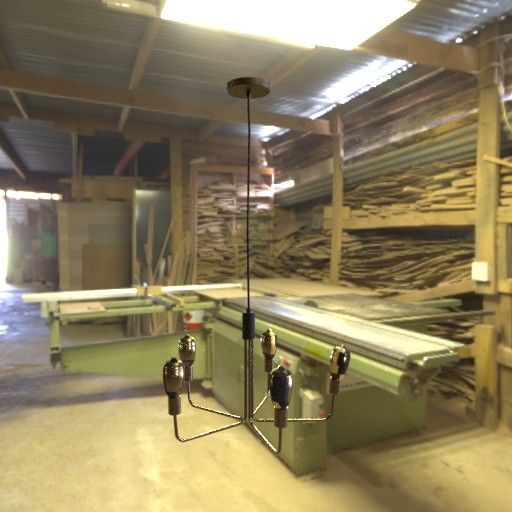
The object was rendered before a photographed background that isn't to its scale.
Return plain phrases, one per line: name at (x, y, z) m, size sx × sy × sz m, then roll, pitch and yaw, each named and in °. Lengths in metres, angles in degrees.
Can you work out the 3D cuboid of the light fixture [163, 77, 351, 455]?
light fixture at (0.000, 0.000, 1.370) m, size 0.588 × 1.059 × 0.532 m, roll -1°, pitch 2°, yaw -20°
